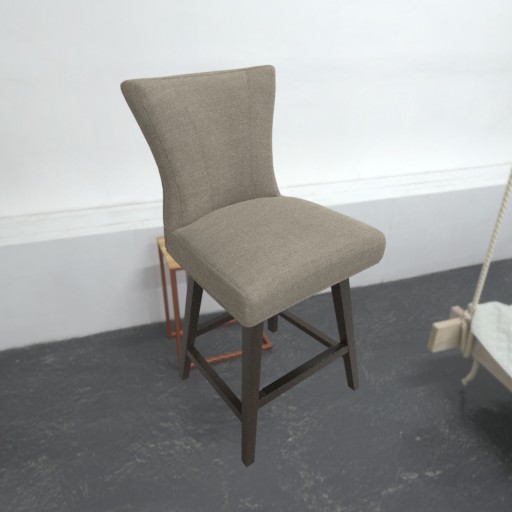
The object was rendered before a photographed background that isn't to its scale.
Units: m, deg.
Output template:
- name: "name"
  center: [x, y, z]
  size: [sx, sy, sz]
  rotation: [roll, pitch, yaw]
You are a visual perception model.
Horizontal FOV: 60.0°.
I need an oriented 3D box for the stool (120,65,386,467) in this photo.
- name: "stool"
  center: [0.000, 0.000, 1.349]
  size: [0.514, 1.000, 0.574]
  rotation: [-22, 37, -32]
